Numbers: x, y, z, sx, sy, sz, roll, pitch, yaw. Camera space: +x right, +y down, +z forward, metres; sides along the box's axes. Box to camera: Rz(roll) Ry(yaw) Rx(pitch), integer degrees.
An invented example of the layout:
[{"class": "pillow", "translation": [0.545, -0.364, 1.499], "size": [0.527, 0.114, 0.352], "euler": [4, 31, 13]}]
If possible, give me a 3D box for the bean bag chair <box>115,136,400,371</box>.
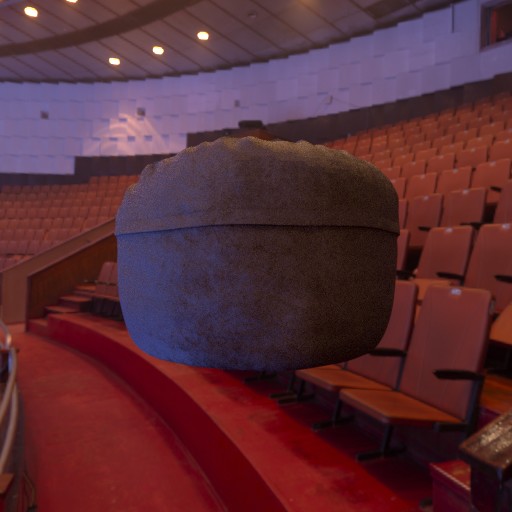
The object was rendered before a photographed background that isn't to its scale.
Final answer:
[{"class": "bean bag chair", "translation": [0.000, 0.000, 2.032], "size": [1.245, 0.821, 1.245], "euler": [0, -1, 0]}]
